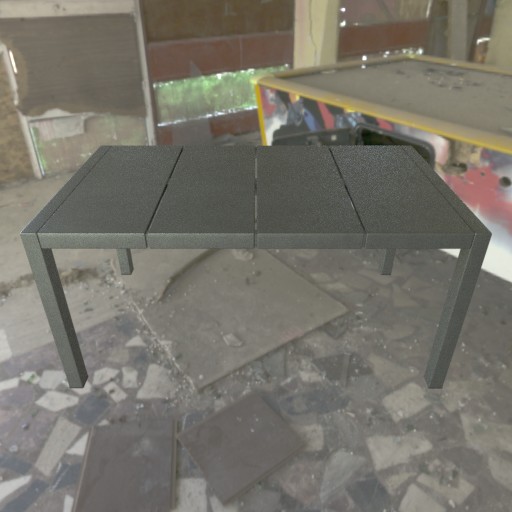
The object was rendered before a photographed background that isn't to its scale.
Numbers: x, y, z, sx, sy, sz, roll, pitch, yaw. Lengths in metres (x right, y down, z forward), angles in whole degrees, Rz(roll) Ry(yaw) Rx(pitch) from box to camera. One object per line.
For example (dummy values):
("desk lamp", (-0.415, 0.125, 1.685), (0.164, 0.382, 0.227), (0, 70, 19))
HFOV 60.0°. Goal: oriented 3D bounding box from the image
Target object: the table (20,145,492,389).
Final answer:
("table", (0.000, 0.000, 1.260), (0.965, 0.460, 0.559), (0, 32, 0))
